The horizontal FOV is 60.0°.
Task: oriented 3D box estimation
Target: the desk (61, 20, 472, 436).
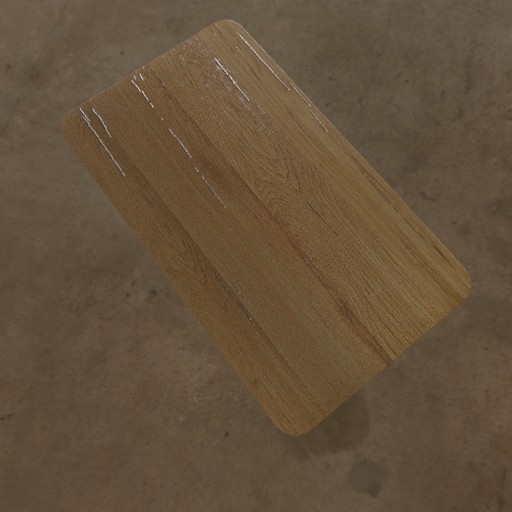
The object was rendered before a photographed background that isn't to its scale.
[{"bbox_3d":[0.000,0.000,1.222,0.440,0.790,0.760,-37,77,-9],"label":"desk"}]
